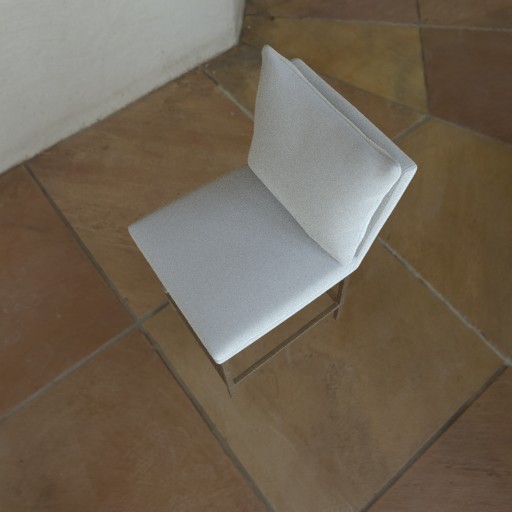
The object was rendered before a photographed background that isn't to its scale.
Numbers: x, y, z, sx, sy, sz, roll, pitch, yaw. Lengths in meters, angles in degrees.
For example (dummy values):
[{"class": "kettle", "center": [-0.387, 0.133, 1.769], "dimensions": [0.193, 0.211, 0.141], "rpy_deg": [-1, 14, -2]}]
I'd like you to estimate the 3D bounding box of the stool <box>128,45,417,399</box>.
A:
[{"class": "stool", "center": [0.000, 0.000, 1.349], "dimensions": [0.572, 1.032, 0.463], "rpy_deg": [-33, 68, -15]}]
